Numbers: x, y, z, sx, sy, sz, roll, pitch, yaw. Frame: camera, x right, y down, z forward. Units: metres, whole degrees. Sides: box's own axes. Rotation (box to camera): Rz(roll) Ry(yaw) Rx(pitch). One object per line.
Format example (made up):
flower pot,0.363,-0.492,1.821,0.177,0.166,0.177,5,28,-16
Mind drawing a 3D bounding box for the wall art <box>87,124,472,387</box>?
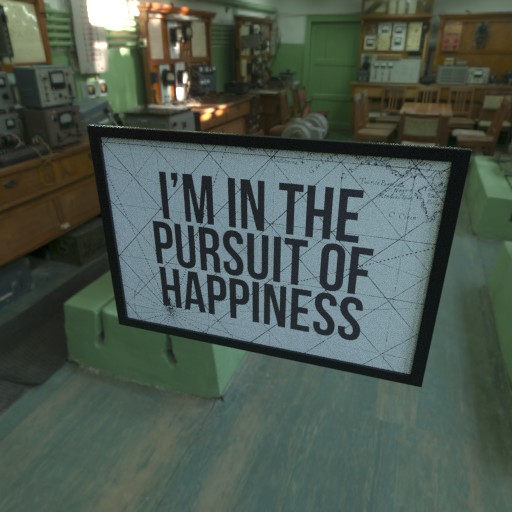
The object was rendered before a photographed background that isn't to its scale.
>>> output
wall art,0.000,0.000,1.035,0.819,0.552,0.015,8,27,16
